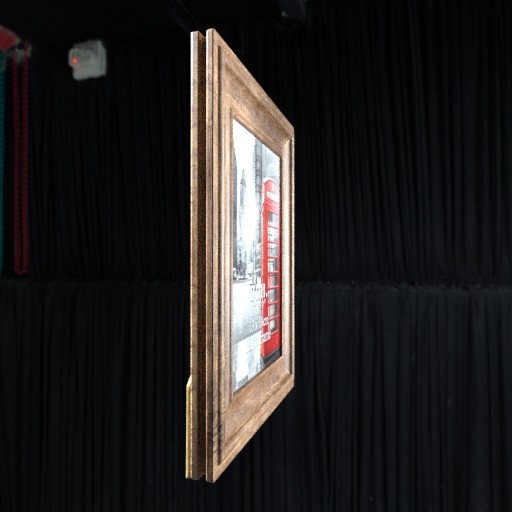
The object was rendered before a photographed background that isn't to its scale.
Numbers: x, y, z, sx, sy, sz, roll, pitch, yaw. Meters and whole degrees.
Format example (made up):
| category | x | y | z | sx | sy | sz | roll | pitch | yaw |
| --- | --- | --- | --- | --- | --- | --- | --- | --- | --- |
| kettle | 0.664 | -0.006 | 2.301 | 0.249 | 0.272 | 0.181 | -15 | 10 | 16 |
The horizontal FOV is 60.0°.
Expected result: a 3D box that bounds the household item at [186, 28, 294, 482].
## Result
| category | x | y | z | sx | sy | sz | roll | pitch | yaw |
| --- | --- | --- | --- | --- | --- | --- | --- | --- | --- |
| household item | 0.000 | 0.000 | 0.321 | 0.018 | 0.237 | 0.186 | 0 | 0 | 18 |
